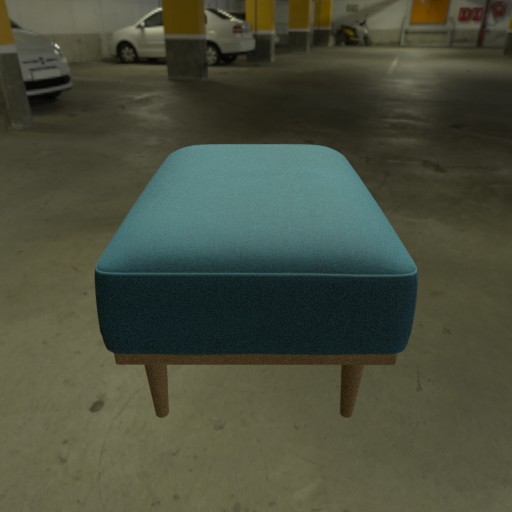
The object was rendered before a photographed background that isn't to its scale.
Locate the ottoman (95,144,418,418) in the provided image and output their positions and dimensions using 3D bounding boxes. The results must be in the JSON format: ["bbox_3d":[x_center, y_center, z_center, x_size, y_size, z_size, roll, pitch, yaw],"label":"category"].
[{"bbox_3d":[0.000,0.000,1.096,0.549,0.428,0.749,0,28,0],"label":"ottoman"}]
